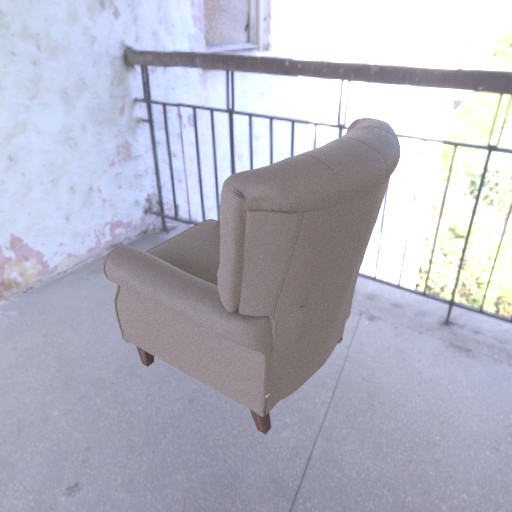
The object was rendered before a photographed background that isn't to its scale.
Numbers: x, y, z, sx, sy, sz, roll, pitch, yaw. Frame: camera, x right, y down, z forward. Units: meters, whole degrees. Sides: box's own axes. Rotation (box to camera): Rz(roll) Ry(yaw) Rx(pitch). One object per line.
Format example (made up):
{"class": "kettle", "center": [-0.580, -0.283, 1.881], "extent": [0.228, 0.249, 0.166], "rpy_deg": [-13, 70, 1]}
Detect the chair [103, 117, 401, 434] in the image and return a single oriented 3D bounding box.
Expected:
{"class": "chair", "center": [0.000, 0.000, 1.921], "extent": [1.041, 1.138, 0.999], "rpy_deg": [19, 34, 30]}
